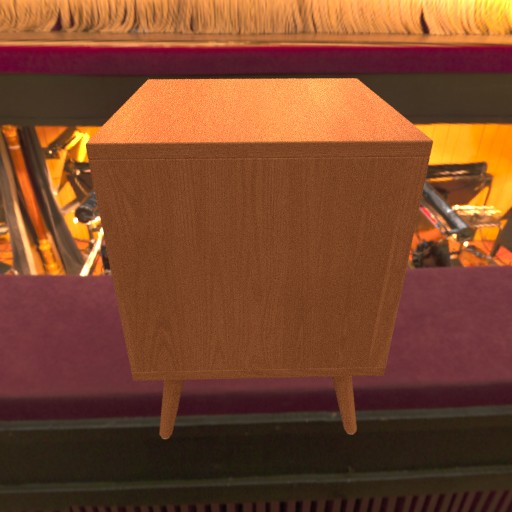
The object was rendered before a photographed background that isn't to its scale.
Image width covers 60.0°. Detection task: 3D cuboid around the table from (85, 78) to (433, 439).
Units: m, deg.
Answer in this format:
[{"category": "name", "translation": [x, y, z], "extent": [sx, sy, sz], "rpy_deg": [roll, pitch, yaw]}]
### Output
[{"category": "table", "translation": [0.000, 0.000, 0.821], "extent": [0.400, 0.550, 0.400], "rpy_deg": [-1, 31, -1]}]
